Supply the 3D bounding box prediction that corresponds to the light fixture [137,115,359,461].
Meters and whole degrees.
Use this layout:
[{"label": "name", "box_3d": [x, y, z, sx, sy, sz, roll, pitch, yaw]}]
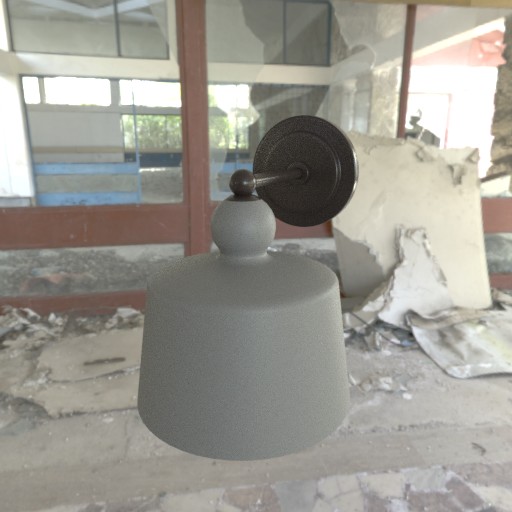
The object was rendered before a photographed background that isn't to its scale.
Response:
[{"label": "light fixture", "box_3d": [0.000, 0.000, 0.425, 0.204, 0.268, 0.254, 7, 16, 26]}]
